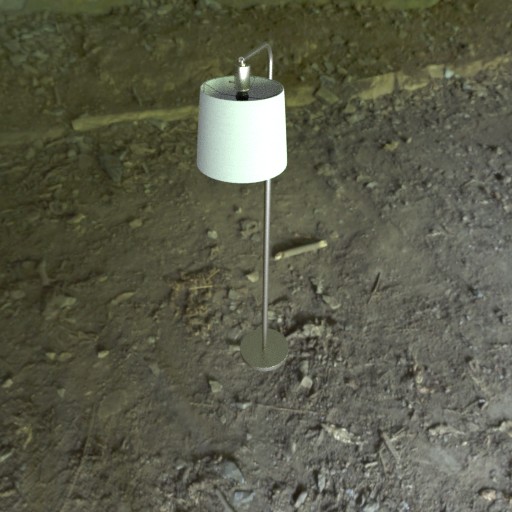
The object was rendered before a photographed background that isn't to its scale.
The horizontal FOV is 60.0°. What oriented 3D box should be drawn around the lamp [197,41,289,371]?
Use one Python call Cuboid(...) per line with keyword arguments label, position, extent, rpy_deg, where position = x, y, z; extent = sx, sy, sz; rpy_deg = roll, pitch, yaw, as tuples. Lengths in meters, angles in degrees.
Cuboid(label="lamp", position=(0.000, 0.000, 1.649), extent=(0.254, 1.478, 0.508), rpy_deg=(12, 43, 14))
